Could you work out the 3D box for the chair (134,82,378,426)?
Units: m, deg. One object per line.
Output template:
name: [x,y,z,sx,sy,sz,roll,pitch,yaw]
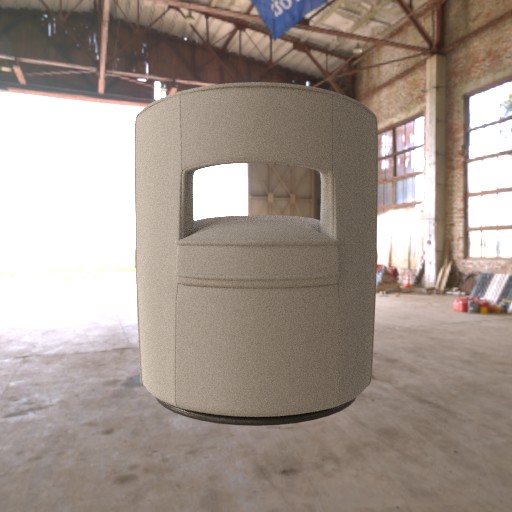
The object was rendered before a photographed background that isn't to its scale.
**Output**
chair: [0.000,0.000,1.219,0.650,0.723,0.665,0,1,-1]
